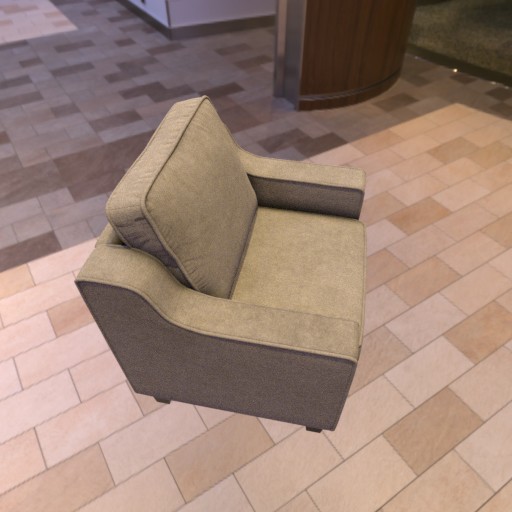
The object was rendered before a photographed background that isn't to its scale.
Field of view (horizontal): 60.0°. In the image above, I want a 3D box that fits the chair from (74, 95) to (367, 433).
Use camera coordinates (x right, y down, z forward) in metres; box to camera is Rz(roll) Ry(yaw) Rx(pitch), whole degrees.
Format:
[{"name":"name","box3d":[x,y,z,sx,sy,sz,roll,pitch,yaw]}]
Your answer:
[{"name":"chair","box3d":[0.000,0.000,1.666,0.840,0.944,0.926,8,46,8]}]
